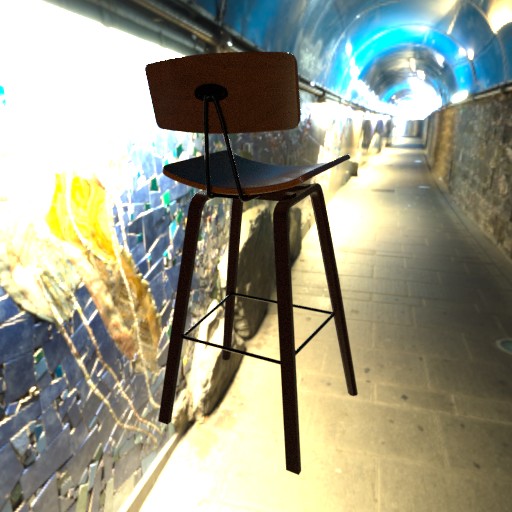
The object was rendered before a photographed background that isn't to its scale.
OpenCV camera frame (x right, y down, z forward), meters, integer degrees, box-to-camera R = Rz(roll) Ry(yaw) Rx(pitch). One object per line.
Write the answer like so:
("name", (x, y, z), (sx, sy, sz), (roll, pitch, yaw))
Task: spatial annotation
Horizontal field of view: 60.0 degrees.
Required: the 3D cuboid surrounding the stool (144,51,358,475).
("stool", (0.000, 0.000, 1.222), (0.509, 0.969, 0.440), (8, 18, 27))
